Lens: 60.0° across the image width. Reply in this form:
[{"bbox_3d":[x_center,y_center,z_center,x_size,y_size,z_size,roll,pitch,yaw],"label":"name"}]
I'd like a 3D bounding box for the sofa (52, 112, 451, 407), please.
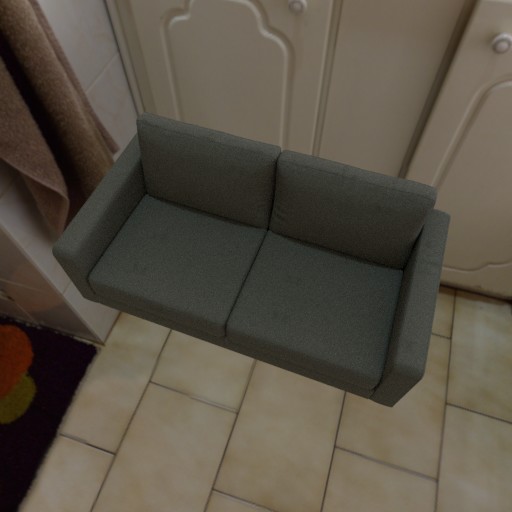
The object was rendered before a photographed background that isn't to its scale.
[{"bbox_3d":[0.000,0.000,2.293,1.730,0.897,0.889,17,59,11],"label":"sofa"}]
